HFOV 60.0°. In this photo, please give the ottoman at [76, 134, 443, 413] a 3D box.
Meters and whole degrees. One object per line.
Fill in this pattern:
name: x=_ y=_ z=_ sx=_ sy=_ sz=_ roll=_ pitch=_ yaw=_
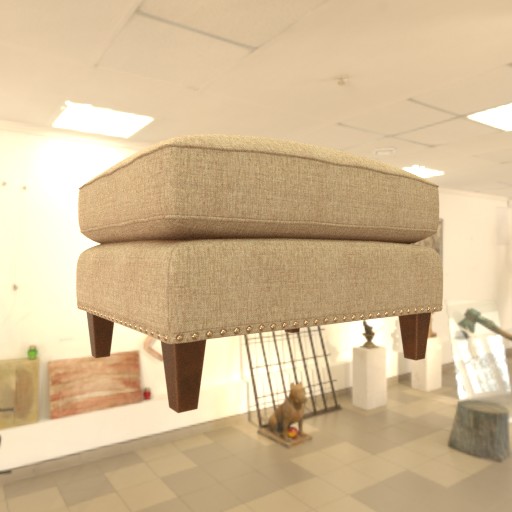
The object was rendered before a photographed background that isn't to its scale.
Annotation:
ottoman: x=0.000 y=0.000 z=1.122 sx=0.741 sy=0.513 sz=0.584 roll=0 pitch=0 yaw=-35
